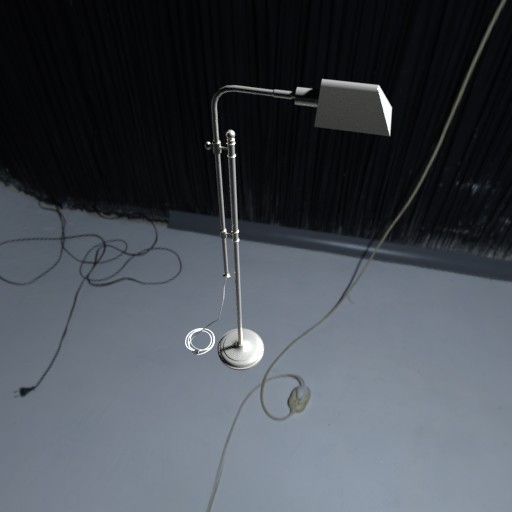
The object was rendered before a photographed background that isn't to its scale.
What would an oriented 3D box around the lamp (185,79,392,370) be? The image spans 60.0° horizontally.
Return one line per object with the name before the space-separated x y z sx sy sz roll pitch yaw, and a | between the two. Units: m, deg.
lamp | 0.000 0.000 1.865 0.813 1.571 0.256 10 48 9
